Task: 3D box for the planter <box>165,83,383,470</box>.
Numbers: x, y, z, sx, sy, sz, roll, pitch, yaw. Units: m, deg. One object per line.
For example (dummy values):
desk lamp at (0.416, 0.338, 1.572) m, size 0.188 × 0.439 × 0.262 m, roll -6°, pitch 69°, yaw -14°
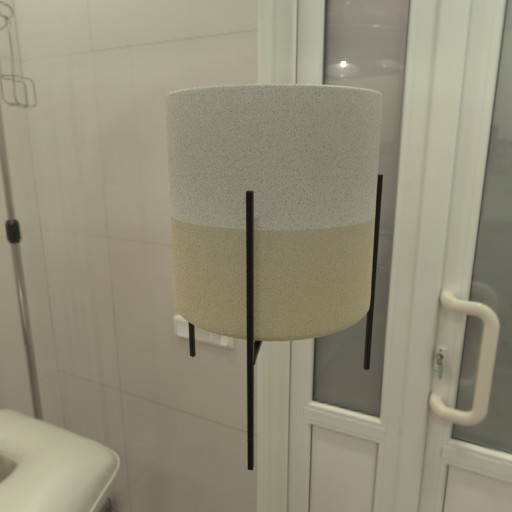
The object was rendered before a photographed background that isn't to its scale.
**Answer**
planter at (0.000, 0.000, 0.531) m, size 0.267 × 0.362 × 0.263 m, roll 7°, pitch 16°, yaw 26°
